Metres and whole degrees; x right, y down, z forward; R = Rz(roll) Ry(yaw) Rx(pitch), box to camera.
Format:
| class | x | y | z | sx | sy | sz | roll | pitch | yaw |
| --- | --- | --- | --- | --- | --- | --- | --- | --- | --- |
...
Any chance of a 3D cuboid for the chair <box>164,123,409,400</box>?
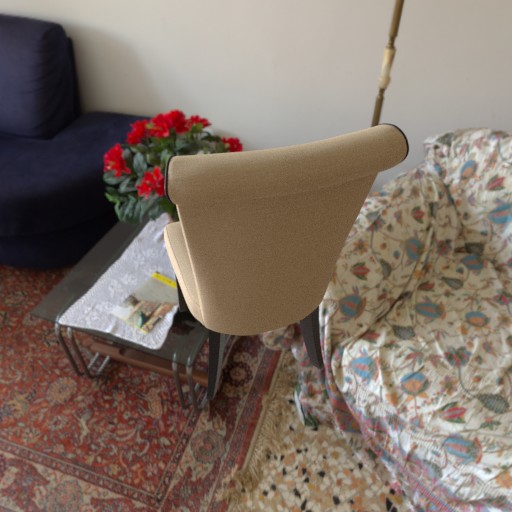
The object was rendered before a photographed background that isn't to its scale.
| class | x | y | z | sx | sy | sz | roll | pitch | yaw |
| --- | --- | --- | --- | --- | --- | --- | --- | --- | --- |
| chair | 0.000 | 0.000 | 1.375 | 0.522 | 0.997 | 0.623 | -12 | 43 | -13 |
